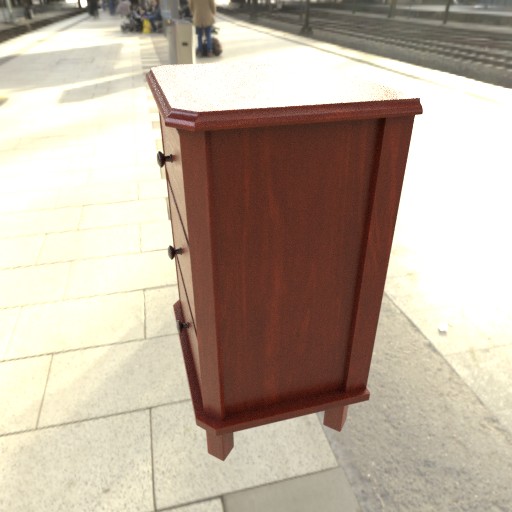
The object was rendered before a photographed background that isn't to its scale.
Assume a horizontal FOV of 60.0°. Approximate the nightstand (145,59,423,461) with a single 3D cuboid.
[{"bbox_3d":[0.000,0.000,0.907,0.351,0.681,0.435,-8,32,-13],"label":"nightstand"}]
